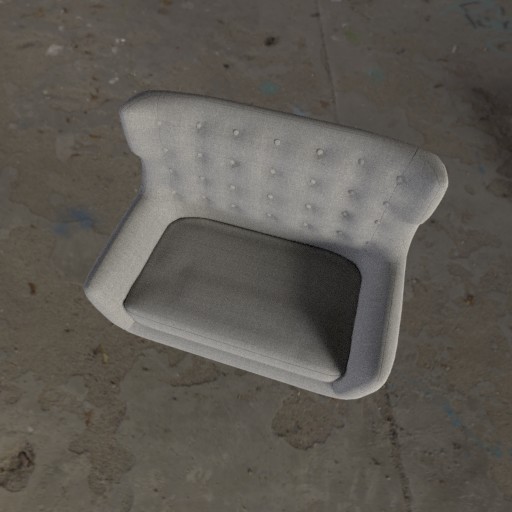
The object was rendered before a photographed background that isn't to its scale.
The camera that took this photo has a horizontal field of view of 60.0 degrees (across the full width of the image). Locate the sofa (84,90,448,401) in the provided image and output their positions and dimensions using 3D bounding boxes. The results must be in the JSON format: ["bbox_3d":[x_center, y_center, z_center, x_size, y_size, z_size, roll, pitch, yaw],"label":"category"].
[{"bbox_3d":[0.000,0.000,2.051,1.386,1.028,0.884,15,60,9],"label":"sofa"}]
